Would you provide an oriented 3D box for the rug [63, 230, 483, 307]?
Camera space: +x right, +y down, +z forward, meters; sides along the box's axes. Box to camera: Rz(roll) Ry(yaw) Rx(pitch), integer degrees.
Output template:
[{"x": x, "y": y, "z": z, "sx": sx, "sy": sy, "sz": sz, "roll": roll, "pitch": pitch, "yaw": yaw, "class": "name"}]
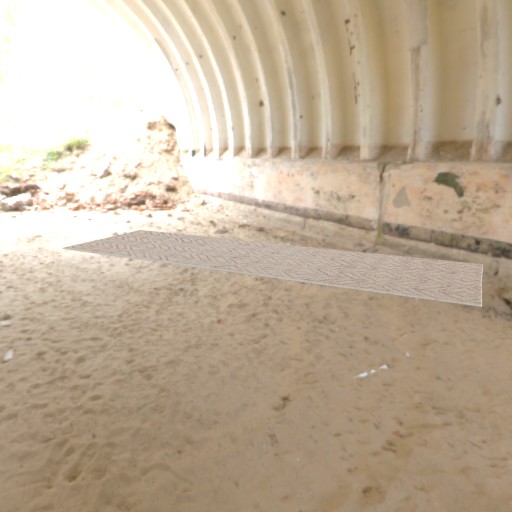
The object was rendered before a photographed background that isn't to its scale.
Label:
[{"x": 0.000, "y": 0.000, "z": 2.660, "sx": 2.435, "sy": 0.009, "sz": 0.750, "roll": 7, "pitch": 15, "yaw": 26, "class": "rug"}]
